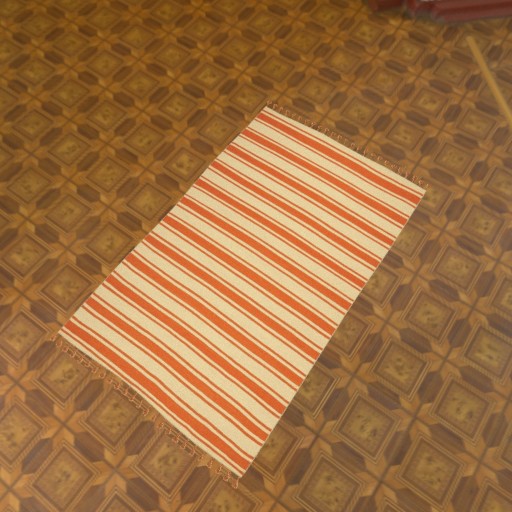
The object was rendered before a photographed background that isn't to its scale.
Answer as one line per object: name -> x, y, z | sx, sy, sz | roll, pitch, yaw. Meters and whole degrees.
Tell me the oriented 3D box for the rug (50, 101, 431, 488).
rug -> 0.000, 0.000, 2.572 | 1.232, 0.017, 2.092 | 33, 69, 14
